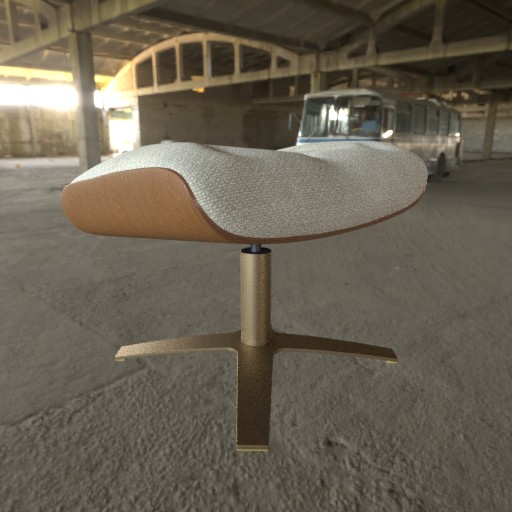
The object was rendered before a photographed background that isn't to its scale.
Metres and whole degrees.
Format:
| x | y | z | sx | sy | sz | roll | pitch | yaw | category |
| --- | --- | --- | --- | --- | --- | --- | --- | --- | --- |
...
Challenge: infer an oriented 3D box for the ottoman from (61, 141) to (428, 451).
| x | y | z | sx | sy | sz | roll | pitch | yaw | category |
| --- | --- | --- | --- | --- | --- | --- | --- | --- | --- |
| 0.000 | 0.000 | 0.779 | 0.520 | 0.391 | 0.394 | -14 | 20 | -42 | ottoman |
